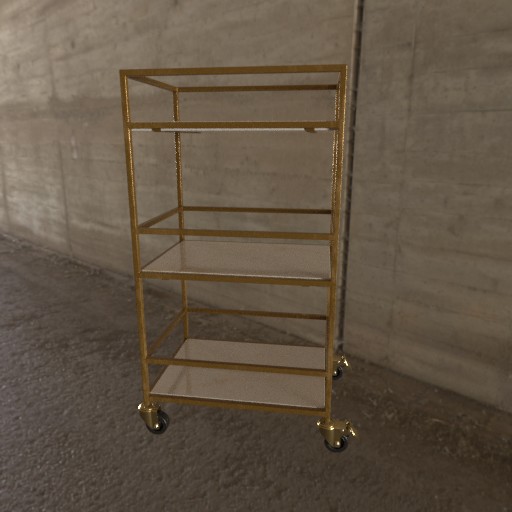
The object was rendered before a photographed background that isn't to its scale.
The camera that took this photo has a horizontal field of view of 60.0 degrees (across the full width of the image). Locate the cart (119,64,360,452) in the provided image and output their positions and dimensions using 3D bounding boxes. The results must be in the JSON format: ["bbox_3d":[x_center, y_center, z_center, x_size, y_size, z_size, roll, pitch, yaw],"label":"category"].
[{"bbox_3d":[0.000,0.000,1.012,0.483,0.761,0.332,2,15,8],"label":"cart"}]
